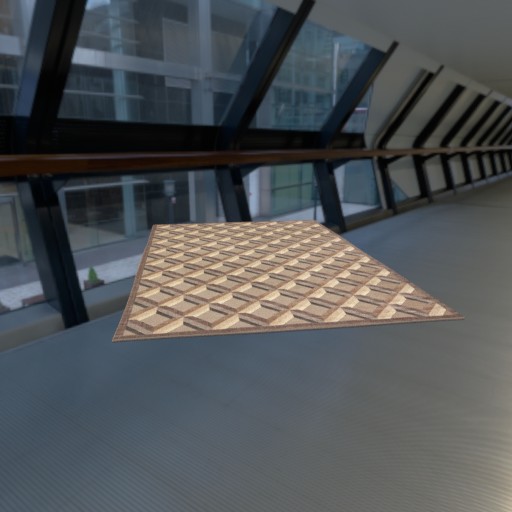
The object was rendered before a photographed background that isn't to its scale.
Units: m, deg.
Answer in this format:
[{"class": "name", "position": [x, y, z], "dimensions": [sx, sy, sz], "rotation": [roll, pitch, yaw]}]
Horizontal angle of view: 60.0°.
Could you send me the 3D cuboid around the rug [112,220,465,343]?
[{"class": "rug", "position": [0.000, 0.000, 2.099], "dimensions": [1.066, 0.011, 1.677], "rotation": [-2, 15, -8]}]
